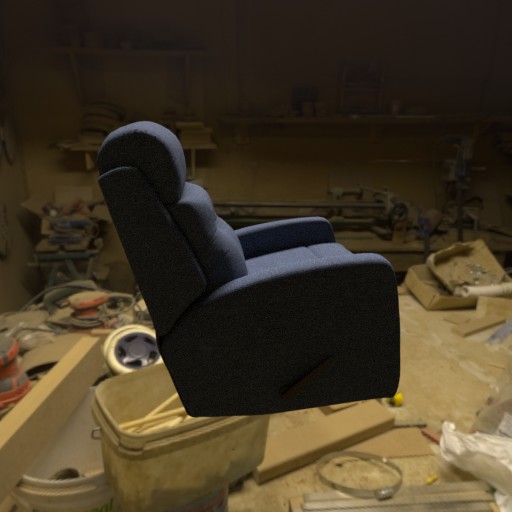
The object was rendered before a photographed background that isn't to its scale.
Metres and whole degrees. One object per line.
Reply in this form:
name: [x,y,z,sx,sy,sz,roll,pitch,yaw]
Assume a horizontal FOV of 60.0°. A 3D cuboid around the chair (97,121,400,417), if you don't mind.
chair: [0.000,0.000,1.743,1.043,1.013,0.798,-3,17,-9]
